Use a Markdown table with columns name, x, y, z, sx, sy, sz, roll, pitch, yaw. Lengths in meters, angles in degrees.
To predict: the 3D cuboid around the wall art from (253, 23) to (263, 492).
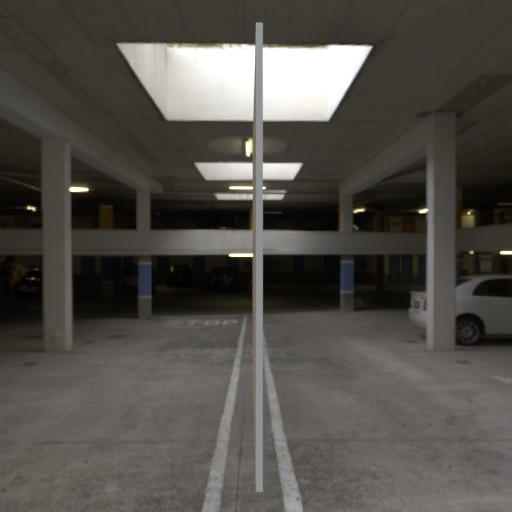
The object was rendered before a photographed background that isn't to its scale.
| name | x | y | z | sx | sy | sz | roll | pitch | yaw |
| --- | --- | --- | --- | --- | --- | --- | --- | --- | --- |
| wall art | 0.000 | 0.000 | 0.658 | 0.007 | 0.456 | 0.456 | 0 | 1 | -1 |
